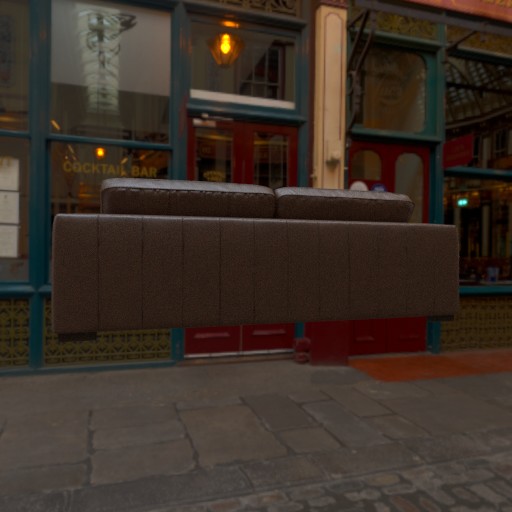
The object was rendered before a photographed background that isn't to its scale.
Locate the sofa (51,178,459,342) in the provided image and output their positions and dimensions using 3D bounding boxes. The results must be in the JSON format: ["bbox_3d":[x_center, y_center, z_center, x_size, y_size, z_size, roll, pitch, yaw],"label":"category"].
[{"bbox_3d":[0.000,0.000,2.819,2.262,0.801,1.070,0,0,-18],"label":"sofa"}]
